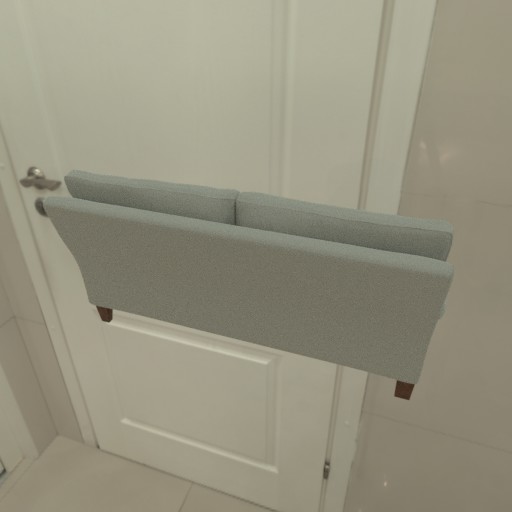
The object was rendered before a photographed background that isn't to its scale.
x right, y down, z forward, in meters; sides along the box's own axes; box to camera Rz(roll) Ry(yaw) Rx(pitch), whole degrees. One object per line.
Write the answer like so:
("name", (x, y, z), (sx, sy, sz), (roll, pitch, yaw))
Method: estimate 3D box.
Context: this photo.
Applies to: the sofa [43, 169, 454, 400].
("sofa", (0.000, 0.000, 2.775), (2.193, 1.096, 1.069), (11, 33, 17))
